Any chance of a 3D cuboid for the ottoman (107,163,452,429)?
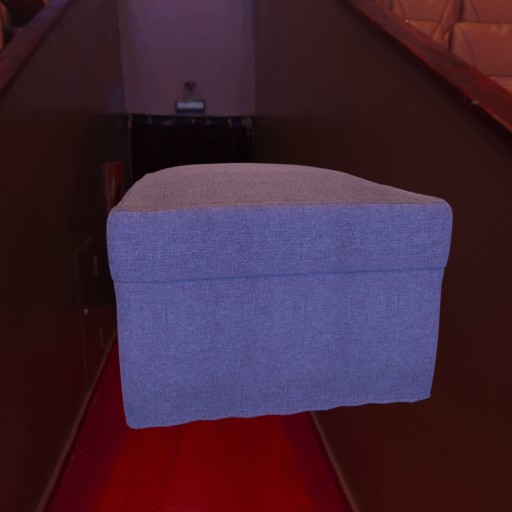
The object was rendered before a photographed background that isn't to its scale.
[{"bbox_3d":[0.000,0.000,1.225,0.652,0.492,0.833,-2,15,-9],"label":"ottoman"}]
